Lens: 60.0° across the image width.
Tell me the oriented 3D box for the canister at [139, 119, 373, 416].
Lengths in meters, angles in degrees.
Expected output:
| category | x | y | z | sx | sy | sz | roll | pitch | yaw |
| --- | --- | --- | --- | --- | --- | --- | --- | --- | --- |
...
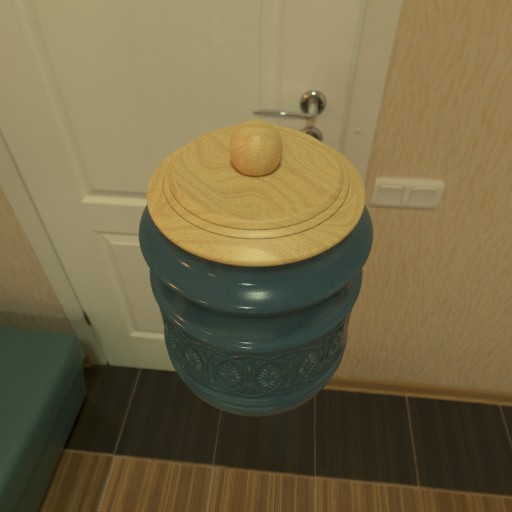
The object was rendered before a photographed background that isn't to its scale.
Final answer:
| category | x | y | z | sx | sy | sz | roll | pitch | yaw |
| --- | --- | --- | --- | --- | --- | --- | --- | --- | --- |
| canister | 0.000 | 0.000 | 0.270 | 0.130 | 0.176 | 0.130 | 0 | 46 | 0 |
